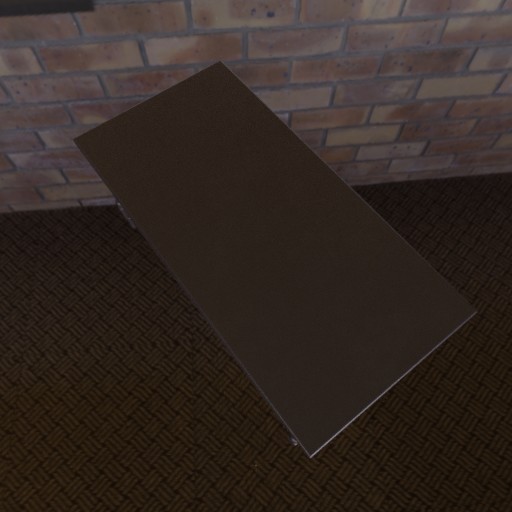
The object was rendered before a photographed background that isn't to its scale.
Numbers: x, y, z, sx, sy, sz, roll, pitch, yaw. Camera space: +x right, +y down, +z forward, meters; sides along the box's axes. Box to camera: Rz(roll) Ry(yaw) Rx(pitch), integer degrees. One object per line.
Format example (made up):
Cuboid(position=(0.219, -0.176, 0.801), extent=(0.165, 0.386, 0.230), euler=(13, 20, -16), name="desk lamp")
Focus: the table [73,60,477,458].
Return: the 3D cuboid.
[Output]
Cuboid(position=(0.000, 0.000, 1.451), extent=(0.550, 0.510, 1.107), euler=(-35, 69, -15), name="table")
